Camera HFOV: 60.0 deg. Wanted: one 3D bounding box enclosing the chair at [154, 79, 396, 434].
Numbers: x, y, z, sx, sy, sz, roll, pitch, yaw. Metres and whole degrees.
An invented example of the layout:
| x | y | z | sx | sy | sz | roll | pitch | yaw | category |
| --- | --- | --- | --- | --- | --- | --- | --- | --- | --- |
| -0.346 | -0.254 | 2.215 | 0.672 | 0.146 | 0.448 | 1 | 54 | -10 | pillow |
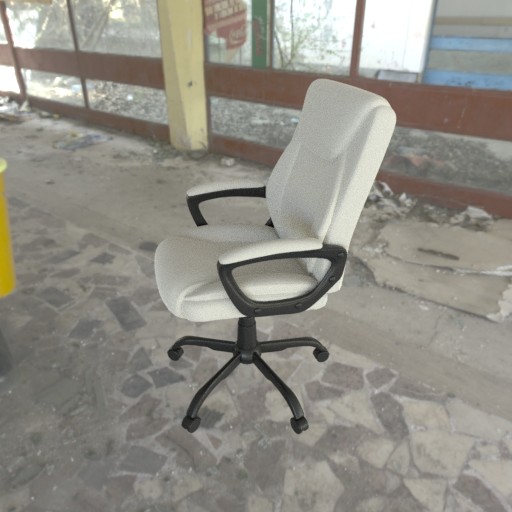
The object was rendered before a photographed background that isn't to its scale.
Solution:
| x | y | z | sx | sy | sz | roll | pitch | yaw | category |
| --- | --- | --- | --- | --- | --- | --- | --- | --- | --- |
| 0.000 | 0.000 | 1.491 | 0.669 | 1.065 | 0.663 | -9 | 30 | -15 | chair |
